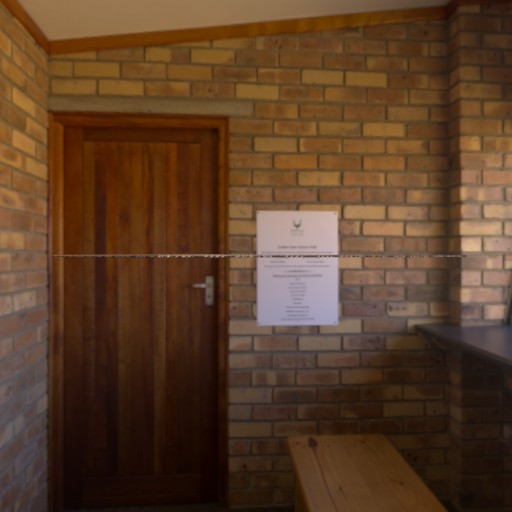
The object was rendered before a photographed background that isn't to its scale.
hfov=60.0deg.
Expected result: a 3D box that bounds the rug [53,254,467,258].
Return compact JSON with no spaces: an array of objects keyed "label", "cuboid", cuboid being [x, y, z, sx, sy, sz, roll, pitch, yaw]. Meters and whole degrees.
[{"label":"rug","cuboid":[0.000,0.000,3.929,2.902,0.017,2.305,0,0,-36]}]
